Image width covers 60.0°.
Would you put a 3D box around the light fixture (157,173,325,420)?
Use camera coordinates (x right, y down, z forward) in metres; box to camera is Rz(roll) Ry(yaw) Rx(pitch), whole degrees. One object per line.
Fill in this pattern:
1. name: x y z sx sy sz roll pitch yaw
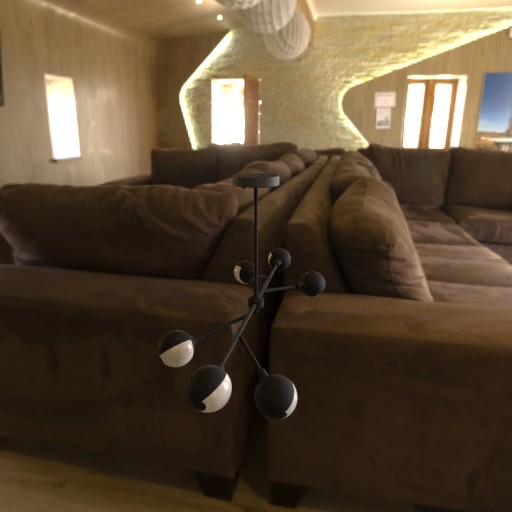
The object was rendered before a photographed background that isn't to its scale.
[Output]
1. light fixture: 0.000 0.000 1.006 0.434 0.362 0.778 8 18 26
